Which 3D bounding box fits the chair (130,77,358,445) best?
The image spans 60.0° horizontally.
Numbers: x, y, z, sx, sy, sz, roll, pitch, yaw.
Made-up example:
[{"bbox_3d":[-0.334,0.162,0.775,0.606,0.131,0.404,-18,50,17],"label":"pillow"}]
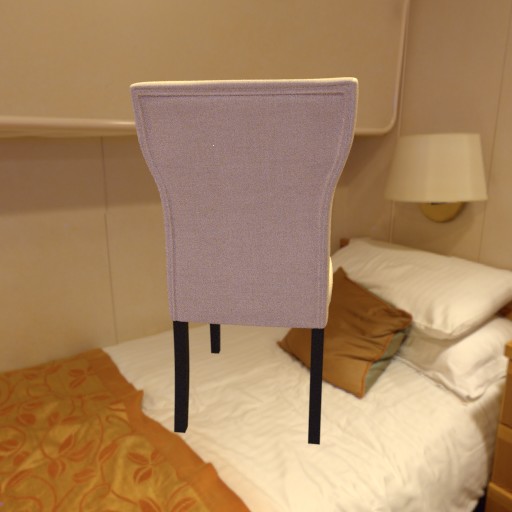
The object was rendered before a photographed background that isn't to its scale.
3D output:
[{"bbox_3d":[0.000,0.000,1.320,0.509,0.921,0.597,2,15,7],"label":"chair"}]
